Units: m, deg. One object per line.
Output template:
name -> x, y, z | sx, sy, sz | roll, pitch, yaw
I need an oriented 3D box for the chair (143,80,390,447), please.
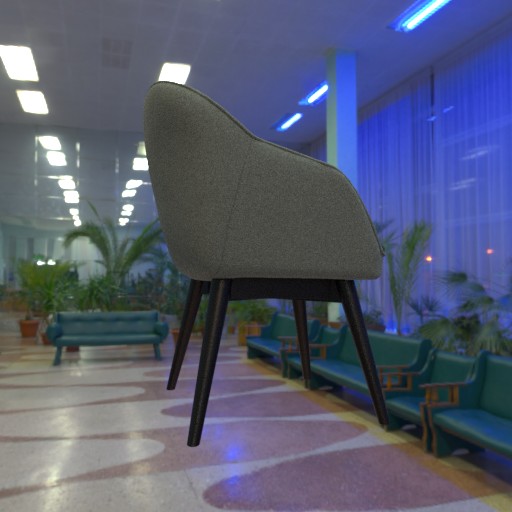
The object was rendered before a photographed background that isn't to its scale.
chair -> 0.000, 0.000, 1.221 | 0.611, 0.810, 0.589 | 1, -2, -17
